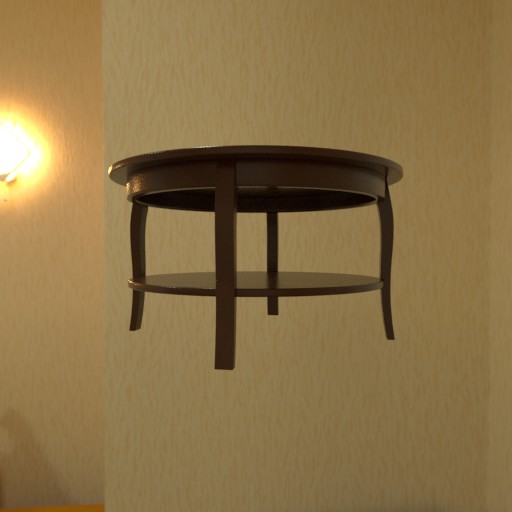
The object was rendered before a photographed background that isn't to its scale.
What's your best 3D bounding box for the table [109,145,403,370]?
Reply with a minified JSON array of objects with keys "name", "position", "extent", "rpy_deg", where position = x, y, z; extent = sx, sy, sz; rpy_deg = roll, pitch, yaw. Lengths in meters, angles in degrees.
[{"name":"table","position":[0.000,0.000,1.448],"extent":[0.911,0.512,0.911],"rpy_deg":[0,1,0]}]
